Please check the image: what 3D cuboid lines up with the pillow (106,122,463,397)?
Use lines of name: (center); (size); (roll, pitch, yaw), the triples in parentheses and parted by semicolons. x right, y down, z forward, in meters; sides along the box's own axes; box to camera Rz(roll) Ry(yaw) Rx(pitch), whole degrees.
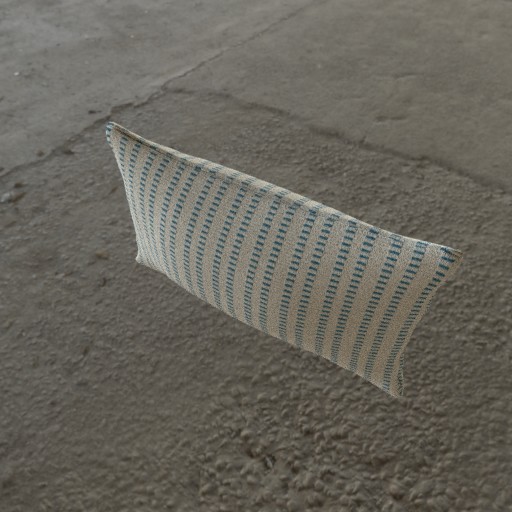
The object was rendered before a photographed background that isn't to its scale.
pillow: (0.000, 0.000, 0.804); (0.640, 0.353, 0.210); (24, 50, 22)
